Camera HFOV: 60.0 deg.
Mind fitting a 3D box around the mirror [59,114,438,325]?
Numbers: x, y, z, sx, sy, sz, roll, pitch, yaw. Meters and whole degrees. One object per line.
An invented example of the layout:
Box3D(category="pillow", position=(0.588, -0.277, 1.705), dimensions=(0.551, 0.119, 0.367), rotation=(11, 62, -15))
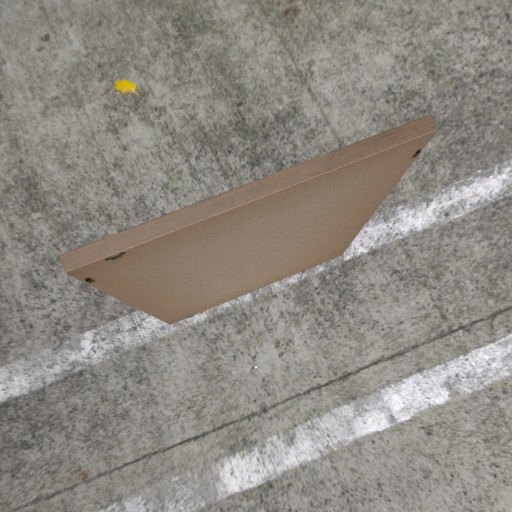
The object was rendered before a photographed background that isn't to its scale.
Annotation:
Box3D(category="mirror", position=(0.000, 0.000, 1.332), dimensions=(0.762, 1.016, 0.041), rotation=(-22, 77, -5))
